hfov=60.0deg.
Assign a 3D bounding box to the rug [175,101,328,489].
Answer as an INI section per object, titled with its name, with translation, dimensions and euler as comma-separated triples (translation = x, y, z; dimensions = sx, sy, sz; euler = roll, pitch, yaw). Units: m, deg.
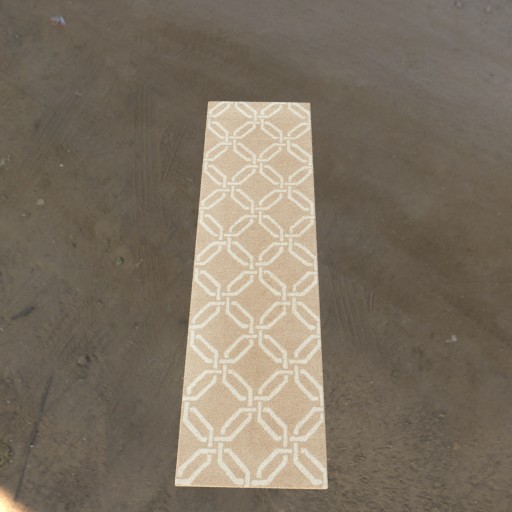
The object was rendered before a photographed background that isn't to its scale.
[rug]
translation = 0.000, 0.000, 2.455
dimensions = 0.678, 0.014, 2.276
euler = 1, 64, 0
